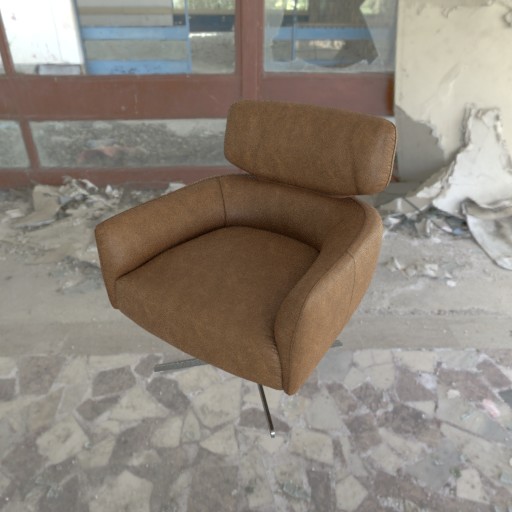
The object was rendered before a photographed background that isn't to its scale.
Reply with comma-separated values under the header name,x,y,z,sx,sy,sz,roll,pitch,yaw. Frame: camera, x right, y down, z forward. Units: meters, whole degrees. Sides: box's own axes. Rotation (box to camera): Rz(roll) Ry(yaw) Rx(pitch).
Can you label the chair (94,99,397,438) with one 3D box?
name,x,y,z,sx,sy,sz,roll,pitch,yaw
chair,0.000,0.000,1.381,0.706,0.812,0.715,19,35,29
